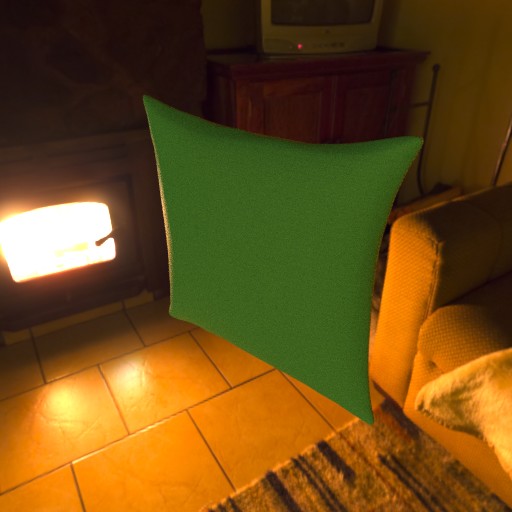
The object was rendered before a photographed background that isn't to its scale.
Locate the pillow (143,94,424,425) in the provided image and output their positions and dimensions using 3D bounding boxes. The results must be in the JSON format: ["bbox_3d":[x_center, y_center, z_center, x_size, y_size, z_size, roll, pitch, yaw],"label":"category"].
[{"bbox_3d":[0.000,0.000,0.780,0.514,0.497,0.150,21,36,33],"label":"pillow"}]
